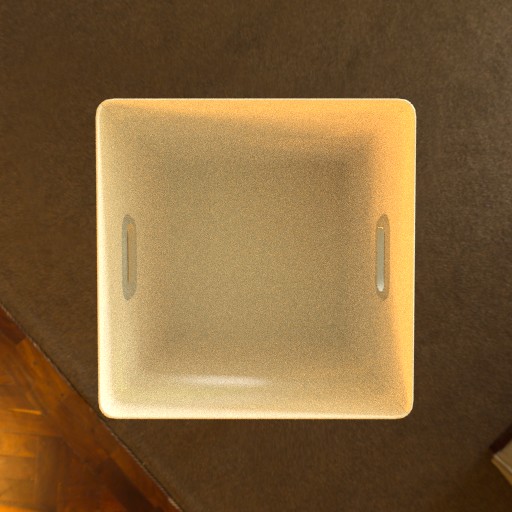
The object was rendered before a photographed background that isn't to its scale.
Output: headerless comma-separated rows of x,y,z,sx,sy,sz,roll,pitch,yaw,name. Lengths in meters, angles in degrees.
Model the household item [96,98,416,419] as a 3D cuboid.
0.000,0.000,0.570,0.305,0.305,0.305,0,92,0,household item
